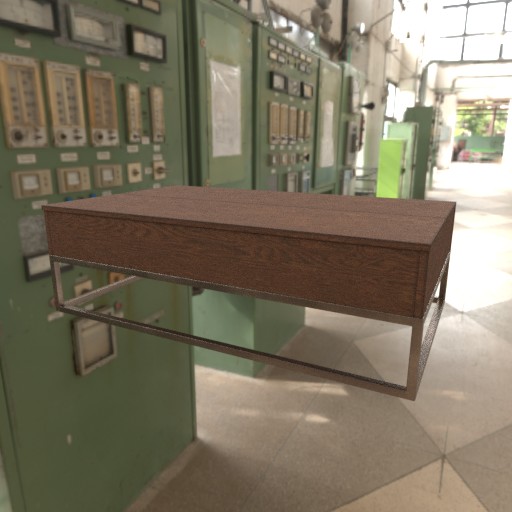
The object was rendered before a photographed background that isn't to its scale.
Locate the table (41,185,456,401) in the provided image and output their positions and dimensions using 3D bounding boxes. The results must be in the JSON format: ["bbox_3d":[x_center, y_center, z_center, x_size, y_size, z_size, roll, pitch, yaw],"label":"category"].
[{"bbox_3d":[0.000,0.000,1.505,1.167,0.361,0.719,8,17,26],"label":"table"}]
